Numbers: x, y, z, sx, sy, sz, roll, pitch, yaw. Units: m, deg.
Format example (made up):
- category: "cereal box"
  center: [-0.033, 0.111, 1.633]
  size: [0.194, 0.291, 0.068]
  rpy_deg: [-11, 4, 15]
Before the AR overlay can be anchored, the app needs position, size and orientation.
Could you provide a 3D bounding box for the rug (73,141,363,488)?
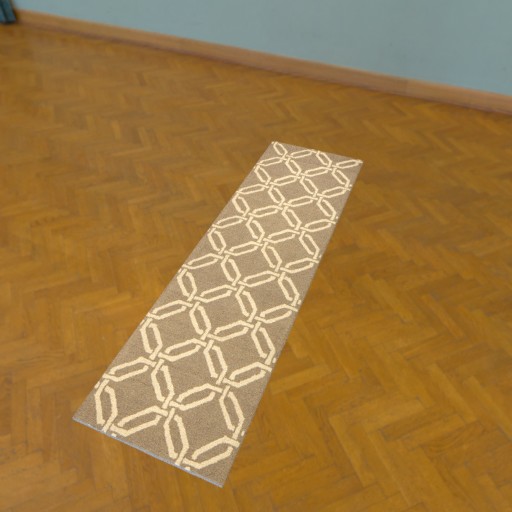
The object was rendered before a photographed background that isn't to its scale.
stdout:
- category: "rug"
  center: [0.000, 0.000, 2.442]
  size: [0.678, 0.014, 2.276]
  rpy_deg: [17, 48, 16]
